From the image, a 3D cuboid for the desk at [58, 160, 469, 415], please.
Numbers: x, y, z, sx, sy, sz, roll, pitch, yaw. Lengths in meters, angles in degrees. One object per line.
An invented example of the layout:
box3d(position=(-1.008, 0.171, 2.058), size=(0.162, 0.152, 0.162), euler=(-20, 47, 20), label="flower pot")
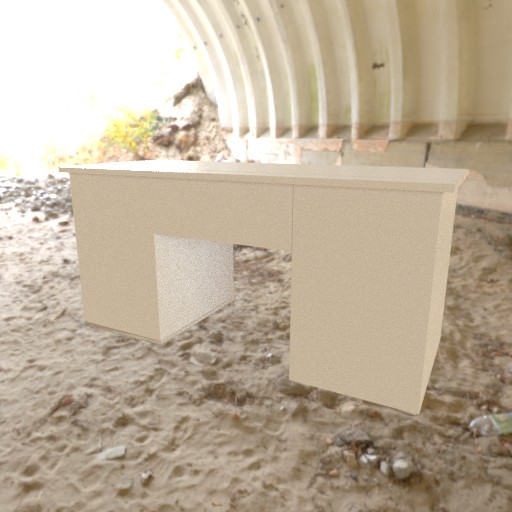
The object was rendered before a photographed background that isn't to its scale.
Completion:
box3d(position=(0.000, 0.000, 1.945), size=(1.580, 0.760, 0.670), euler=(8, 17, 27), label="desk")
